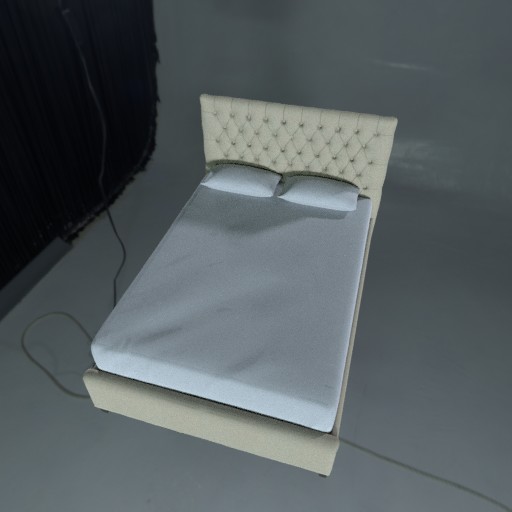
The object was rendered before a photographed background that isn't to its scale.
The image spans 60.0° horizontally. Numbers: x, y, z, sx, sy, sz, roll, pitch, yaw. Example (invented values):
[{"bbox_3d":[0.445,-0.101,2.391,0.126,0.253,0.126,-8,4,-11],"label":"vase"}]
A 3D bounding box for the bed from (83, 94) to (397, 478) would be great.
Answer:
[{"bbox_3d":[0.000,0.000,3.372,1.698,1.427,2.387,11,43,12],"label":"bed"}]
